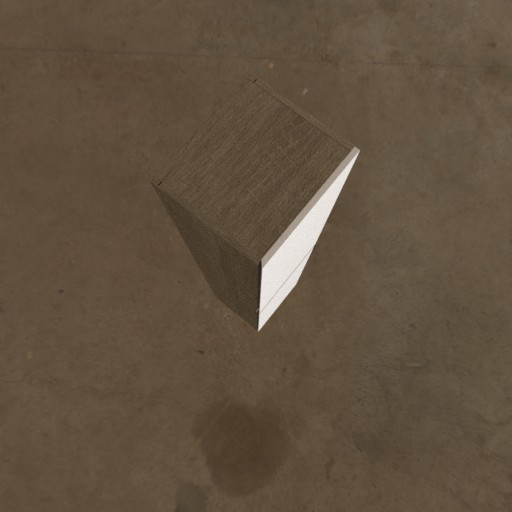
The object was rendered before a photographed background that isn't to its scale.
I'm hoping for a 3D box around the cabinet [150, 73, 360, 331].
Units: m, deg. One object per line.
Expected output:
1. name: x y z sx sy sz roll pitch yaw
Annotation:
1. cabinet: 0.000 0.000 1.519 0.270 1.400 0.300 38 79 9
